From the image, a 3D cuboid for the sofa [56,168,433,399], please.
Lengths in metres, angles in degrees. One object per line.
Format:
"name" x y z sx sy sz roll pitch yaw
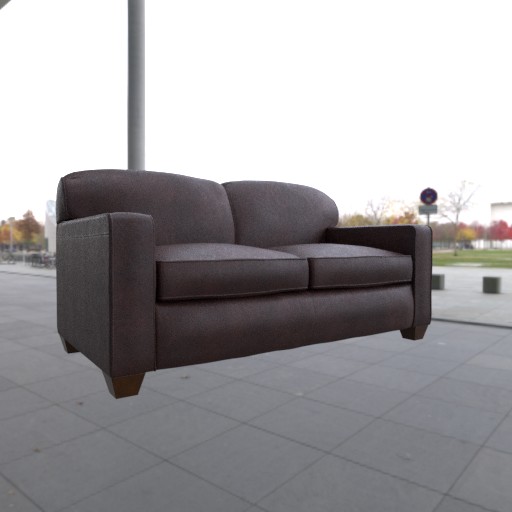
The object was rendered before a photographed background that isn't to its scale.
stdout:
"sofa" 0.000 0.000 2.403 1.856 0.966 1.000 -1 2 -34
